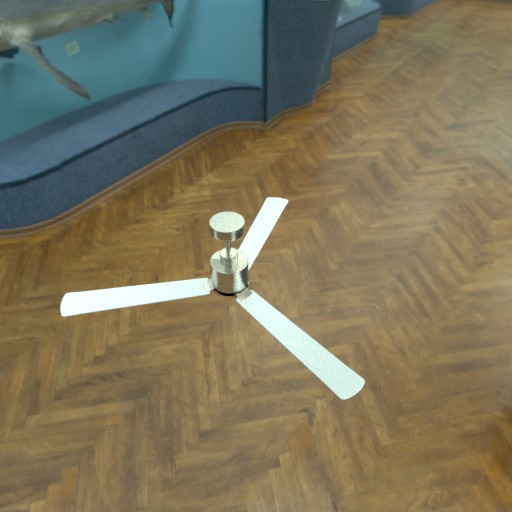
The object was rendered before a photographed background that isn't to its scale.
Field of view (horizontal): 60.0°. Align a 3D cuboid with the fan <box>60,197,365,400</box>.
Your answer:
[{"bbox_3d":[0.000,0.000,2.318,1.531,0.446,1.561,26,47,27],"label":"fan"}]
